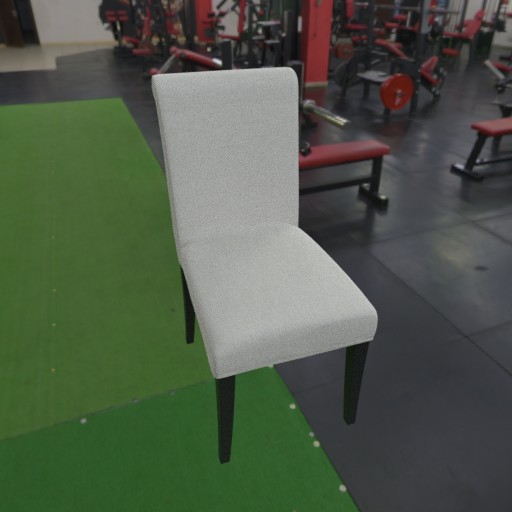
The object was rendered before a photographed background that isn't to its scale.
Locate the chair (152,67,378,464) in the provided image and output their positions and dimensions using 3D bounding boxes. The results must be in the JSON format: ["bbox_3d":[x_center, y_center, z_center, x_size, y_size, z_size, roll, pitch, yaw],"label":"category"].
[{"bbox_3d":[0.000,0.000,1.370,0.452,0.976,0.708,-10,33,-16],"label":"chair"}]
